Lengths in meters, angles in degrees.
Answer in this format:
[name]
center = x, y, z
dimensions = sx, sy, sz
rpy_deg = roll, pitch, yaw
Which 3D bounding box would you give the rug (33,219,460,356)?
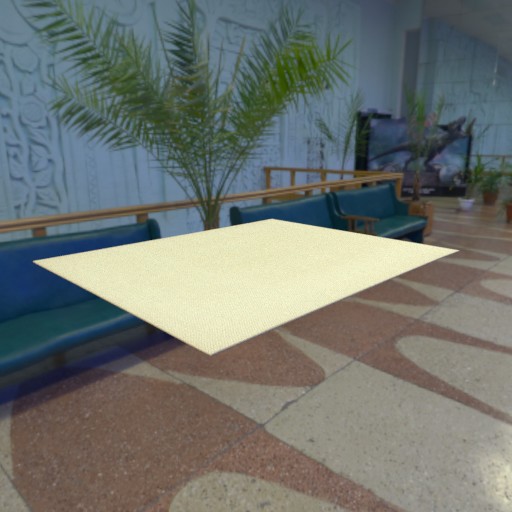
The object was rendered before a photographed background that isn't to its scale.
[rug]
center = 0.000, 0.000, 4.036
dimensions = 3.039, 0.018, 2.462
rpy_deg = -14, 20, -43
